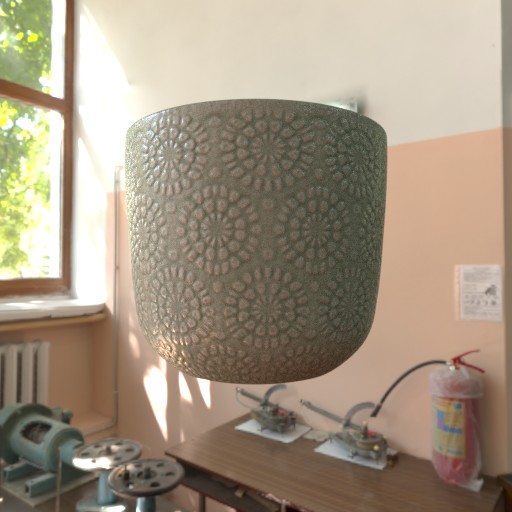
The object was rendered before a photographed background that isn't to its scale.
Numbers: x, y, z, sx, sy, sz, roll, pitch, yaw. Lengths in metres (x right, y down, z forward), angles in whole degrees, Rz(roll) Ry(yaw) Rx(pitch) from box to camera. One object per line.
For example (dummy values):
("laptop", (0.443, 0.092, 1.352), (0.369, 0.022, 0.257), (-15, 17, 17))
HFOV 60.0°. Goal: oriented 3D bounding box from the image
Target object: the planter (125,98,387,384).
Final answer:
("planter", (0.000, 0.000, 0.217), (0.124, 0.109, 0.124), (0, -2, 0))
